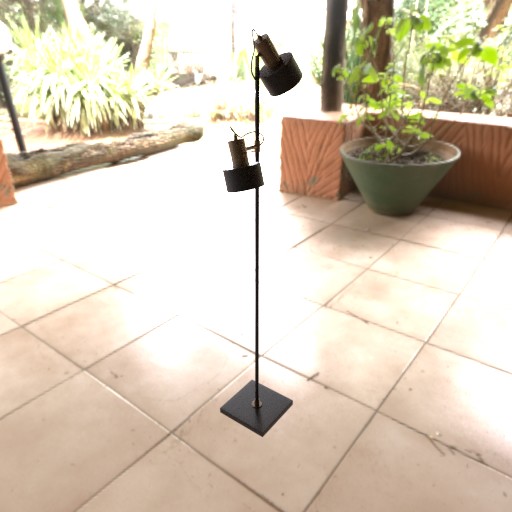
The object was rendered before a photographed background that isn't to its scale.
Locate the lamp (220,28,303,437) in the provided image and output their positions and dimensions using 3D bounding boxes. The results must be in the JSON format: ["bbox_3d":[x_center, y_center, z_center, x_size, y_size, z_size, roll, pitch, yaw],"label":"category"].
[{"bbox_3d":[0.000,0.000,1.648,0.233,1.505,0.315,18,30,33],"label":"lamp"}]
